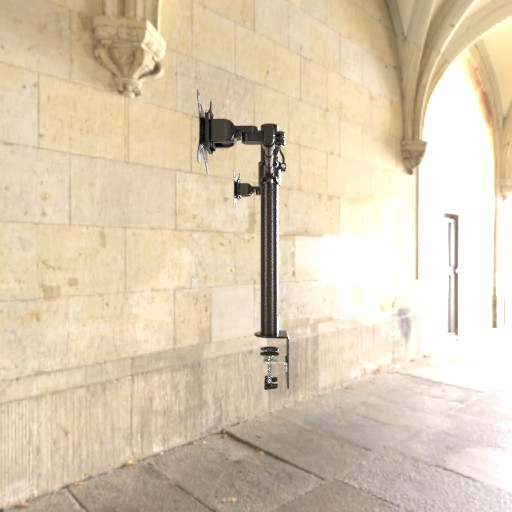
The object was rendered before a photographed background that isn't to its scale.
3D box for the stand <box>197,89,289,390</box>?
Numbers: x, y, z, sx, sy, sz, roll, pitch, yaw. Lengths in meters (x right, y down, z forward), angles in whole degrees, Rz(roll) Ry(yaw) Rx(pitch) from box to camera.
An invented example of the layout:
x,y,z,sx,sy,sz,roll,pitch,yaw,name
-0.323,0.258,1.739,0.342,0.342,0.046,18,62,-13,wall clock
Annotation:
x,y,z,sx,sy,sz,roll,pitch,yaw,name
0.000,0.000,1.031,0.150,0.603,0.743,0,0,2,stand
